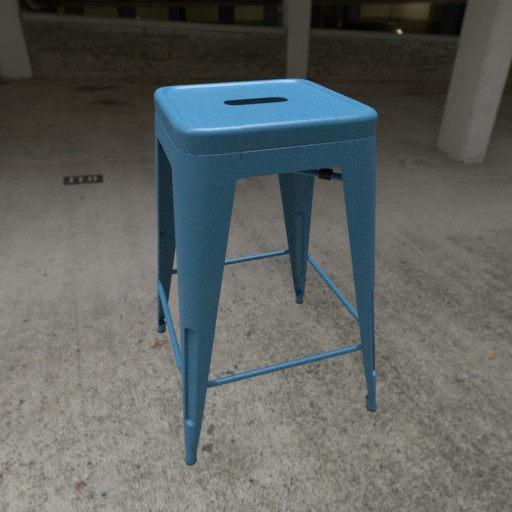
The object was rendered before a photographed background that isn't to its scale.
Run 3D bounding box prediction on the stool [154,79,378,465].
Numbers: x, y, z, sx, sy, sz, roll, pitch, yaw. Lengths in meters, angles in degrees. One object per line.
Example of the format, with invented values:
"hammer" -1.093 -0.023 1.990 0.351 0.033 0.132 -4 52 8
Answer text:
"stool" 0.000 0.000 0.886 0.410 0.608 0.410 -10 33 -16
